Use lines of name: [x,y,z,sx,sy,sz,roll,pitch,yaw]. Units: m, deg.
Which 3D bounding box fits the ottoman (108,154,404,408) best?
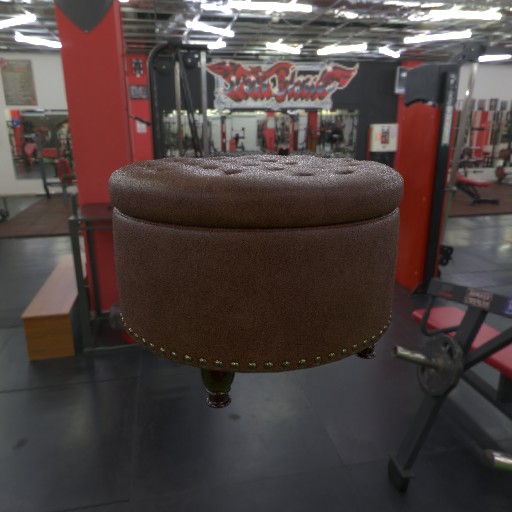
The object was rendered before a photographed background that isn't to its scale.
ottoman: [0.000,0.000,1.051,0.637,0.442,0.637,0,16,0]
